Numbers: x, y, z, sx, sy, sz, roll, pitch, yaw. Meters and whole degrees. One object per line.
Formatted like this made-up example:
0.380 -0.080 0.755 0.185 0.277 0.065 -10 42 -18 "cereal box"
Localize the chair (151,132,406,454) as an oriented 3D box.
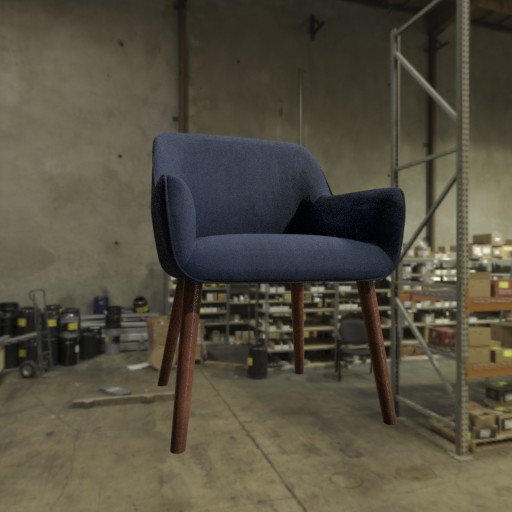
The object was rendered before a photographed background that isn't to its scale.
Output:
0.000 0.000 1.266 0.600 0.820 0.600 0 -1 -18 "chair"
